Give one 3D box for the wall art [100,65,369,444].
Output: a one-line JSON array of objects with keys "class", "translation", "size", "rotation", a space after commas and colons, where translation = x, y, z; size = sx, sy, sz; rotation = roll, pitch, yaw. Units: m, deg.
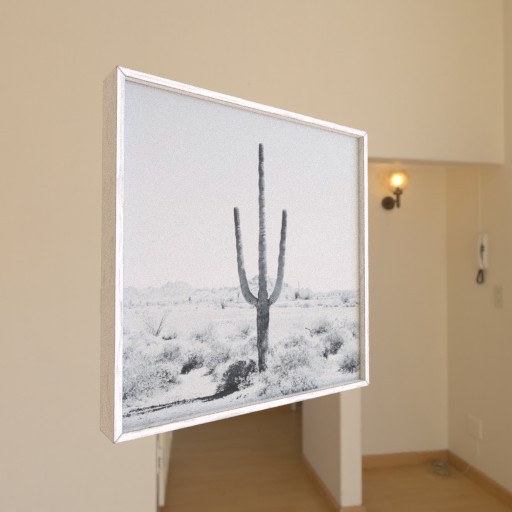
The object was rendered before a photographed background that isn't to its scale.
[{"class": "wall art", "translation": [0.000, 0.000, 0.461], "size": [0.305, 0.305, 0.038], "rotation": [1, -2, -35]}]
